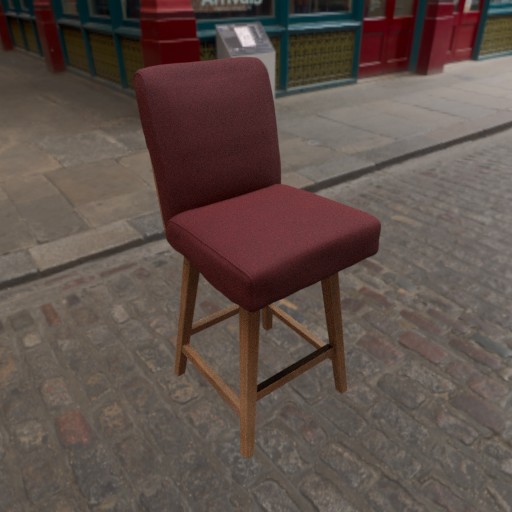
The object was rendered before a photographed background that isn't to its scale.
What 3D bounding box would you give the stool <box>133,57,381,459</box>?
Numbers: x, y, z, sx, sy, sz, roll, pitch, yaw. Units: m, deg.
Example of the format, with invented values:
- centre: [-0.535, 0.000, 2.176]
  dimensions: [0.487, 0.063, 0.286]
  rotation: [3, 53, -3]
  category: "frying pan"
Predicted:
- centre: [0.000, 0.000, 1.340]
  dimensions: [0.468, 1.038, 0.562]
  rotation: [-22, 37, -31]
  category: "stool"
